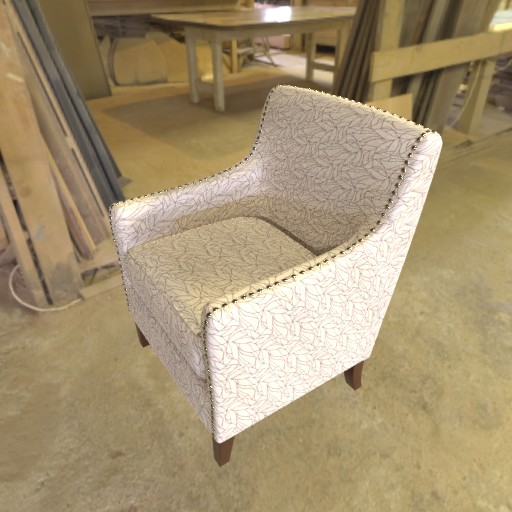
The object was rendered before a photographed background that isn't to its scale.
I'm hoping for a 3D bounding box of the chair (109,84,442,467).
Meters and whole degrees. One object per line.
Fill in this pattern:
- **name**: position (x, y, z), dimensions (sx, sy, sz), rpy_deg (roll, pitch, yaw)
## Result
- **chair**: position (0.000, 0.000, 1.300), dimensions (0.651, 0.816, 0.623), rpy_deg (-20, 38, -28)
